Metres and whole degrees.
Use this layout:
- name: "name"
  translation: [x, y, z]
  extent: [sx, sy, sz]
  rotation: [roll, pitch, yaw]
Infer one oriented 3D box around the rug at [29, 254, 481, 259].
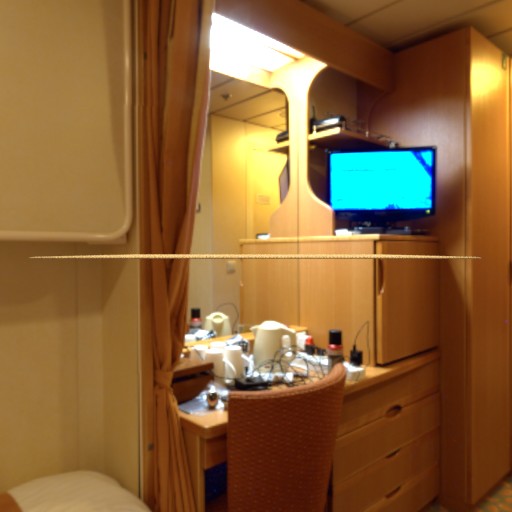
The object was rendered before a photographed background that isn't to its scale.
- name: "rug"
  translation: [0.000, 0.000, 4.170]
  extent: [3.034, 0.012, 2.406]
  rotation: [0, 1, 1]
